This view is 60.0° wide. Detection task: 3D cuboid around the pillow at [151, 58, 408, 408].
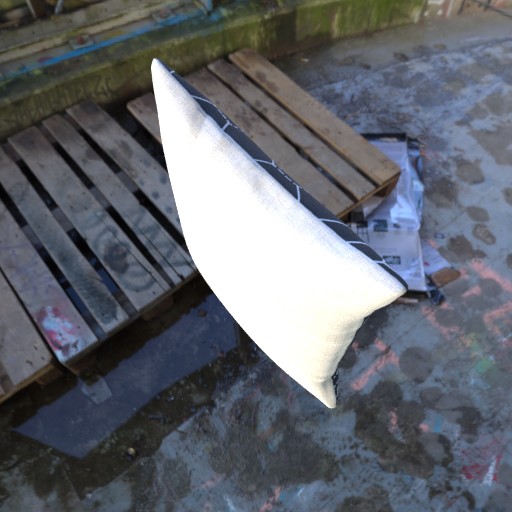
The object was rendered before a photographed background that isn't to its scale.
[{"bbox_3d":[0.000,0.000,0.789,0.158,0.508,0.517,-33,64,-19],"label":"pillow"}]
